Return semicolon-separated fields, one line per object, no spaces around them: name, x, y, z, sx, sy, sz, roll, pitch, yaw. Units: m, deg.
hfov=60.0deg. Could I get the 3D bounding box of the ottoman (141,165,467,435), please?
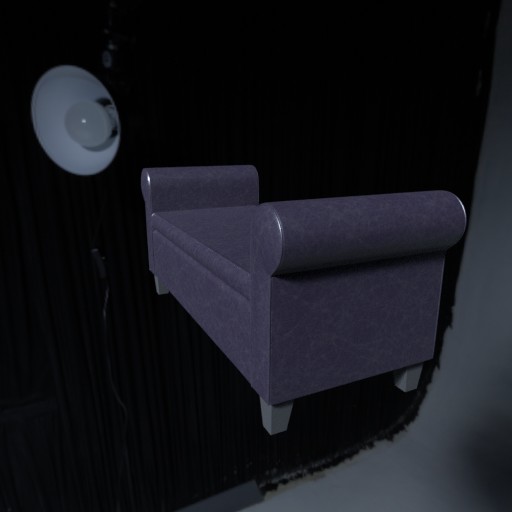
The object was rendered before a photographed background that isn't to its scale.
ottoman;0.000;0.000;1.542;0.521;0.547;1.256;-7;17;-25
